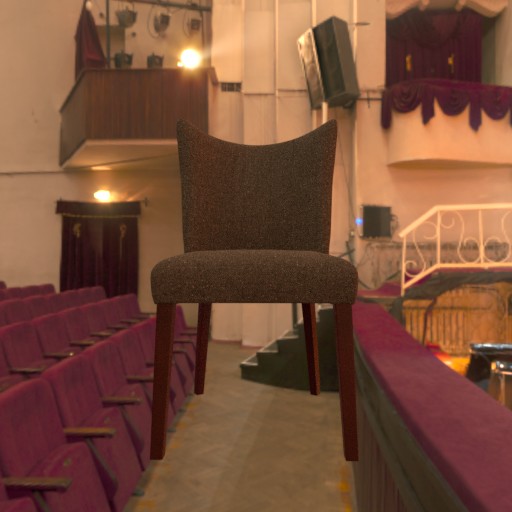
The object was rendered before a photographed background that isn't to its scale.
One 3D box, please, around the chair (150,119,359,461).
[{"bbox_3d":[0.000,0.000,1.305,0.535,0.924,0.623,0,-1,1],"label":"chair"}]
